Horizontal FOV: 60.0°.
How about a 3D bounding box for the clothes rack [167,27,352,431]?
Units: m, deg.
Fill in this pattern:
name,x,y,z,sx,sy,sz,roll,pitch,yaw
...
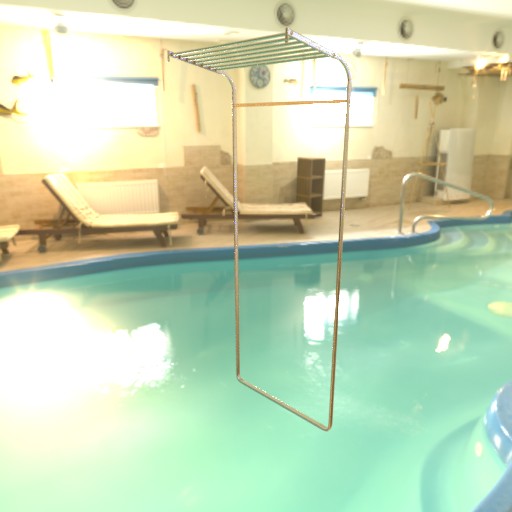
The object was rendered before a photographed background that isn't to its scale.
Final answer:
name,x,y,z,sx,sy,sz,roll,pitch,yaw
clothes rack,0.000,0.000,1.822,0.609,1.574,0.349,16,23,42
